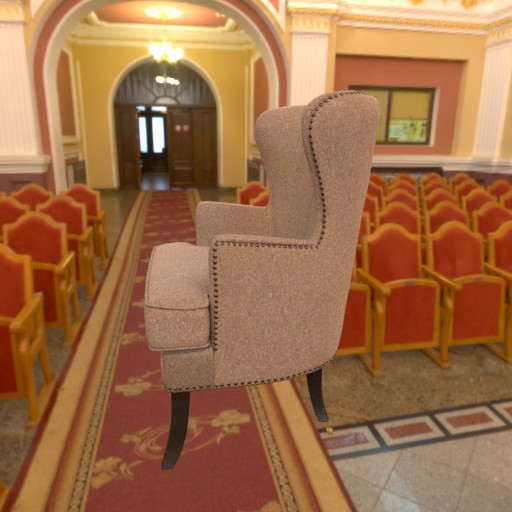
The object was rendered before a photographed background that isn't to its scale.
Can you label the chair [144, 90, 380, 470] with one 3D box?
[{"bbox_3d":[0.000,0.000,1.577,0.758,1.060,0.759,-3,15,-10],"label":"chair"}]
